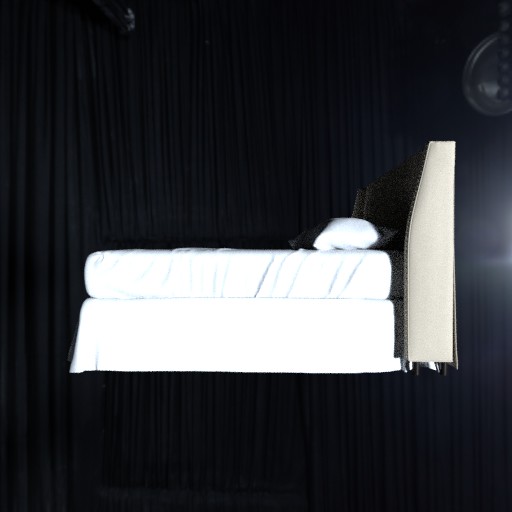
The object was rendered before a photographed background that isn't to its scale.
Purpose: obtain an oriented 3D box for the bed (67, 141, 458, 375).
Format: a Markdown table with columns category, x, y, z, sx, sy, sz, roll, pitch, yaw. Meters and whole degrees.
| category | x | y | z | sx | sy | sz | roll | pitch | yaw |
| --- | --- | --- | --- | --- | --- | --- | --- | --- | --- |
| bed | 0.000 | 0.000 | 3.417 | 2.276 | 1.332 | 1.925 | 0 | 0 | 1 |
